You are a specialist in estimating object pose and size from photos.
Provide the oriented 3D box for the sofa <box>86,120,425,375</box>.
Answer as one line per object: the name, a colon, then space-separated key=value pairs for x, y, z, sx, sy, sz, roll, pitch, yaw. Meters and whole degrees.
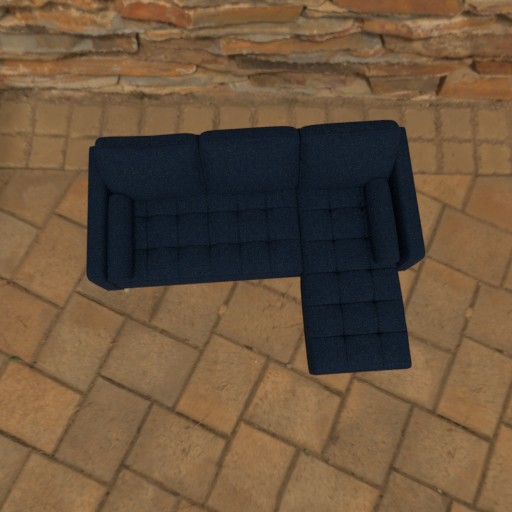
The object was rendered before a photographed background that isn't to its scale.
sofa: x=0.000 y=0.000 z=2.989 sx=2.185 sy=0.841 sz=1.613 roll=-4 pitch=77 yaw=-1
